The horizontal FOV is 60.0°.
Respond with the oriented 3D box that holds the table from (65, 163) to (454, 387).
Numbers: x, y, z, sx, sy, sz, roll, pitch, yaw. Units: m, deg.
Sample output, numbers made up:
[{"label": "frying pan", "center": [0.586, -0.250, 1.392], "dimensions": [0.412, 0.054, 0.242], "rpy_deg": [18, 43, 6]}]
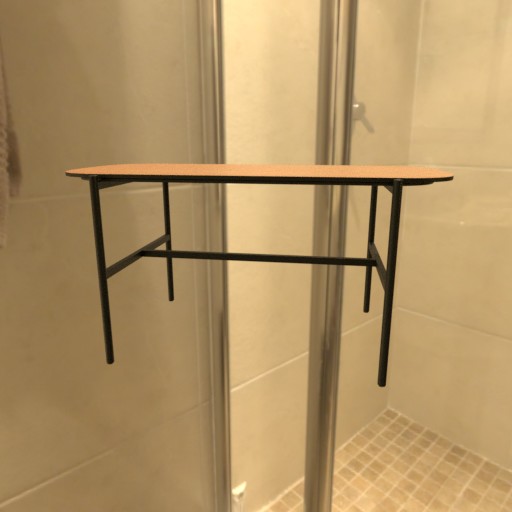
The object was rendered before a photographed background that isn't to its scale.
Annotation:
[{"label": "table", "center": [0.000, 0.000, 1.039], "dimensions": [0.800, 0.400, 0.400], "rpy_deg": [2, 15, 9]}]
